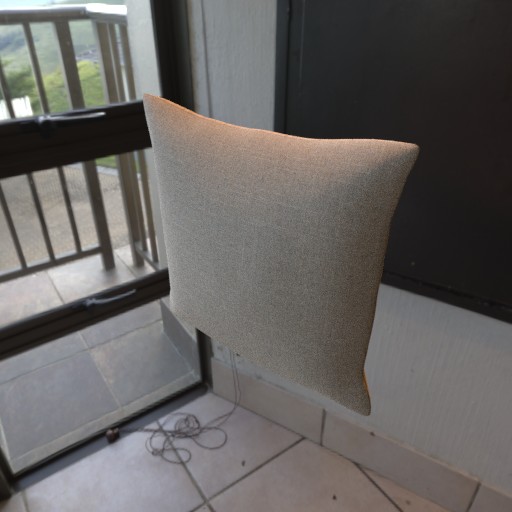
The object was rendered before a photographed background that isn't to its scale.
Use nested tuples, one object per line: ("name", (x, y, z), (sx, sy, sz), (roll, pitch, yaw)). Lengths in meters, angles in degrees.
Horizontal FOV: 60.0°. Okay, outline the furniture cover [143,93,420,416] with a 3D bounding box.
("furniture cover", (0.000, 0.000, 0.803), (0.512, 0.506, 0.178), (21, 38, 31))
